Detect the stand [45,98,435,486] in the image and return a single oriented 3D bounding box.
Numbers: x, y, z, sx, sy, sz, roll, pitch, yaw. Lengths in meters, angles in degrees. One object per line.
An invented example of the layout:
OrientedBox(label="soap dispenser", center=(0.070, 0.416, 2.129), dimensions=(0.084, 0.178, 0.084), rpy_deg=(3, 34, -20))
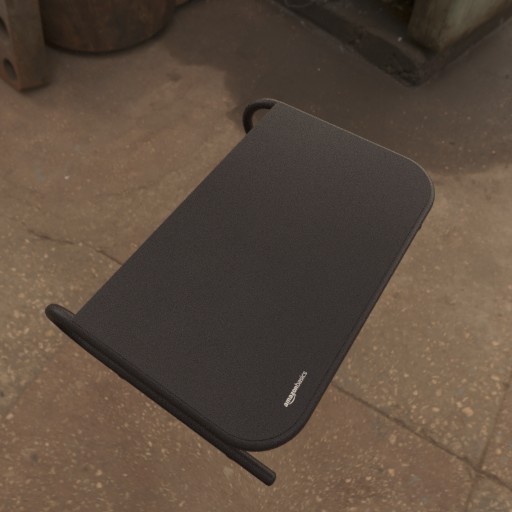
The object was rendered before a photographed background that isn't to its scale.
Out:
OrientedBox(label="stand", center=(0.000, 0.000, 0.503), dimensions=(0.280, 0.108, 0.370), rpy_deg=(30, 63, 17))
